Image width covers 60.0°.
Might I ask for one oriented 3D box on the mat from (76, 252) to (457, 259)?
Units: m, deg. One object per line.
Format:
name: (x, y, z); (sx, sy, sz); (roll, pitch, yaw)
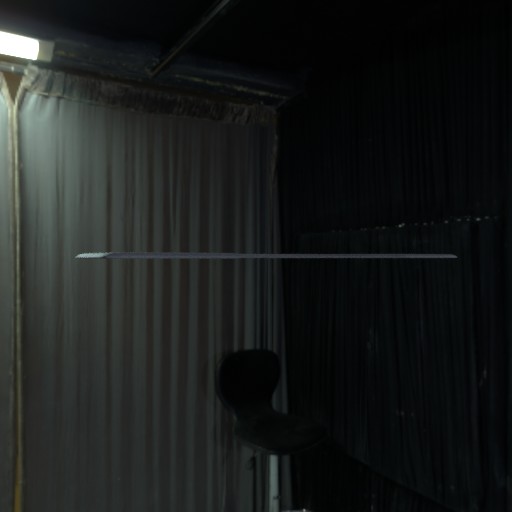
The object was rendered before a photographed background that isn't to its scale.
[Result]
mat: (0.000, 0.000, 1.837); (1.525, 0.016, 0.917); (0, 0, -36)
